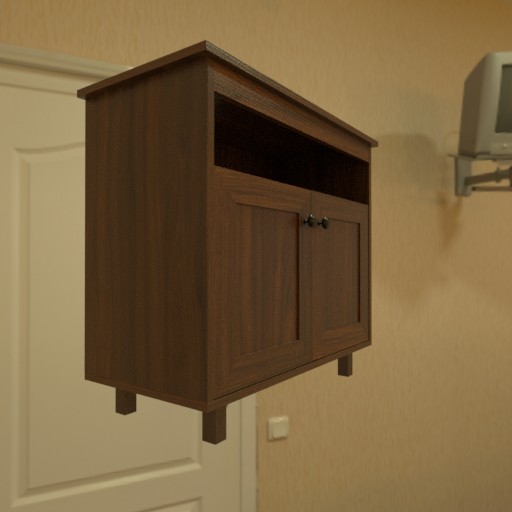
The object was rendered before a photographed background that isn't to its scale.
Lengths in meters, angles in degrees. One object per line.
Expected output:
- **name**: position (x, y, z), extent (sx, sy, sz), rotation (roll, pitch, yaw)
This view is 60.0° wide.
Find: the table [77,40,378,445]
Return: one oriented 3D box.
- **table**: position (0.000, 0.000, 1.180), extent (0.390, 0.725, 0.802), rotation (0, -1, 36)
